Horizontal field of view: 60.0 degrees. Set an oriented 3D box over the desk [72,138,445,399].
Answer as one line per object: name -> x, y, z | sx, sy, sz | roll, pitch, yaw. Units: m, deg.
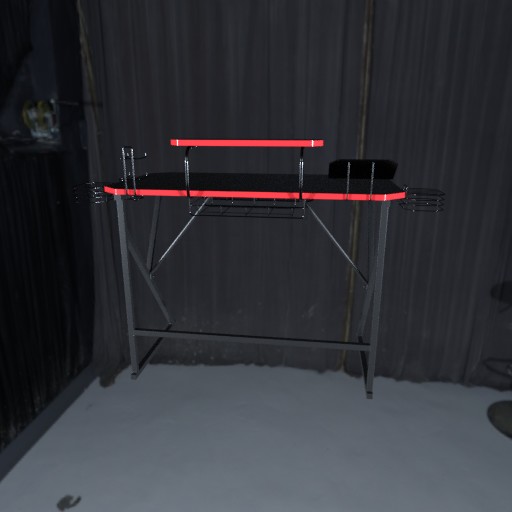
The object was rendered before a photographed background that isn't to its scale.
desk -> 0.000, 0.000, 1.768 | 1.280, 0.913, 0.588 | 2, 17, 8
